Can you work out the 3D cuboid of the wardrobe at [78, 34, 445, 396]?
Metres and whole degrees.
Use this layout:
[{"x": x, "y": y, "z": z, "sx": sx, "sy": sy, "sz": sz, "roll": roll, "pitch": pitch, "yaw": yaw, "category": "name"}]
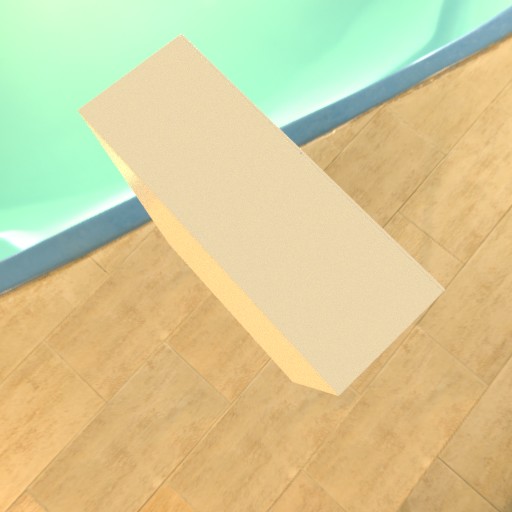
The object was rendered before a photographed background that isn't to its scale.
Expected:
[{"x": 0.000, "y": 0.000, "z": 1.608, "sx": 0.360, "sy": 1.200, "sz": 0.900, "roll": -41, "pitch": 79, "yaw": -10, "category": "wardrobe"}]
